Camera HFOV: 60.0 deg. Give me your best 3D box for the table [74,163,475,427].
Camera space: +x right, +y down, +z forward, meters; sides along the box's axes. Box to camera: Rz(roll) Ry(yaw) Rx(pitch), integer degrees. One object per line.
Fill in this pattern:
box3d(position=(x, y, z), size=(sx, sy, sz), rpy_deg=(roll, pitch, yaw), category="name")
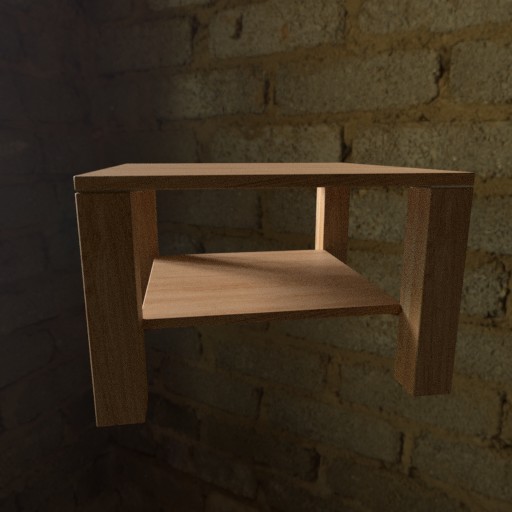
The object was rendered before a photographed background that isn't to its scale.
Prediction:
box3d(position=(0.000, 0.000, 1.143), size=(0.700, 0.450, 0.700), rpy_deg=(-2, 14, -9), category="table")
